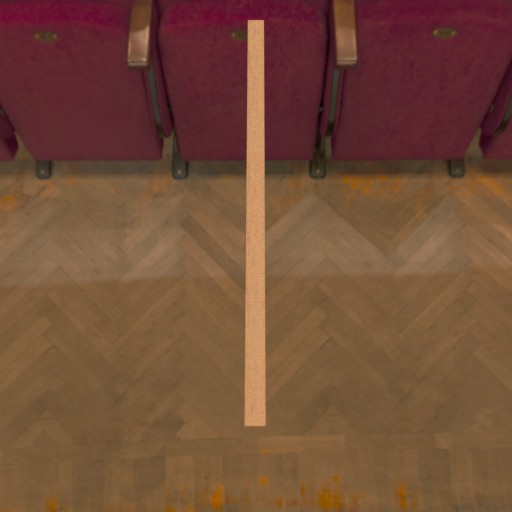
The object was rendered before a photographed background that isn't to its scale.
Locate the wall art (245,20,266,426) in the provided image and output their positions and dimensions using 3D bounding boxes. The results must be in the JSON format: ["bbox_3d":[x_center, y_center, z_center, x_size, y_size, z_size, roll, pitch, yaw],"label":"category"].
[{"bbox_3d":[0.000,0.000,1.529,0.045,1.016,1.016,0,74,0],"label":"wall art"}]
